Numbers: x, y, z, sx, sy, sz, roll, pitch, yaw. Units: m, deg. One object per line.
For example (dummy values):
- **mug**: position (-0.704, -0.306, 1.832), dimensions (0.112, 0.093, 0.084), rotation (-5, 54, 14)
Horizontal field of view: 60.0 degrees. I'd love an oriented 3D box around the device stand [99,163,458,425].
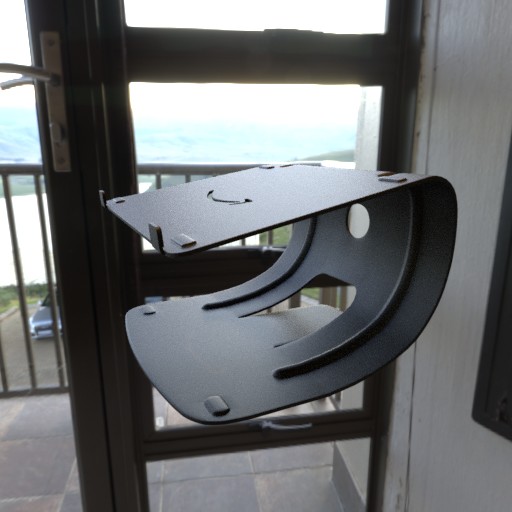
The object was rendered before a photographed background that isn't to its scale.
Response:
- **device stand**: position (0.000, 0.000, 0.407), dimensions (0.236, 0.155, 0.256), rotation (-7, 16, -26)
